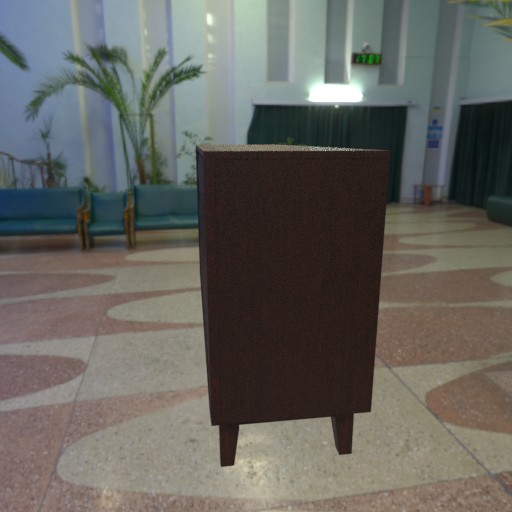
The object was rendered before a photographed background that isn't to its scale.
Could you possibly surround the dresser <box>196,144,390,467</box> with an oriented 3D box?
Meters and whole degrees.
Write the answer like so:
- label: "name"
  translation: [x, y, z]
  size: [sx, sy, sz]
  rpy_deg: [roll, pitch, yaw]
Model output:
- label: "dresser"
  translation: [0.000, 0.000, 2.025]
  size: [0.499, 0.971, 1.609]
  rpy_deg: [-2, 15, -8]
